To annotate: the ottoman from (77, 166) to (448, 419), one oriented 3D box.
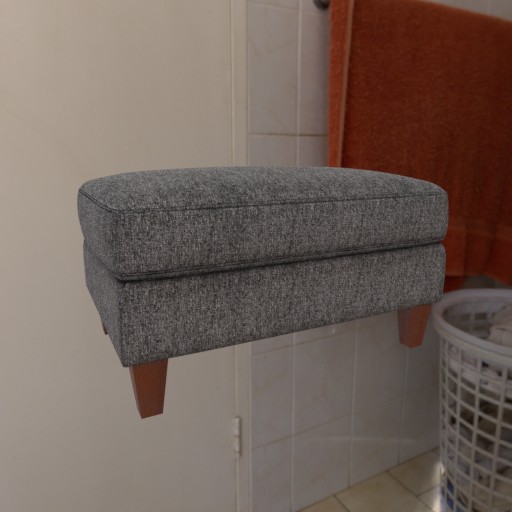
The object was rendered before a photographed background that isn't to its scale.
[{"bbox_3d":[0.000,0.000,1.222,0.864,0.483,0.584,-7,15,-26],"label":"ottoman"}]
